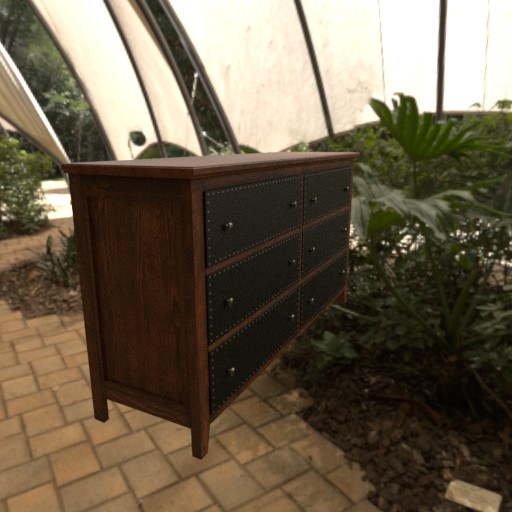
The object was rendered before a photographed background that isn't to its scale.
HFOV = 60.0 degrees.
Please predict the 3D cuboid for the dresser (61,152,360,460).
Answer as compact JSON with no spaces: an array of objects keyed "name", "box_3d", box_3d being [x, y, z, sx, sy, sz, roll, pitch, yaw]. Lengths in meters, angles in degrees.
[{"name":"dresser","box_3d":[0.000,0.000,1.944,0.463,0.856,1.551,7,16,26]}]
